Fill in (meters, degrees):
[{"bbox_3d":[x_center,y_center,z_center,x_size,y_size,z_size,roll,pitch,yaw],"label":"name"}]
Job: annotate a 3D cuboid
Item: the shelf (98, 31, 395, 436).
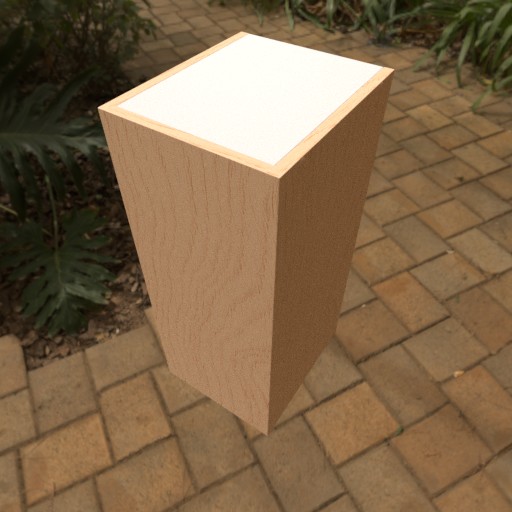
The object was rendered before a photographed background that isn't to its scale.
[{"bbox_3d":[0.000,0.000,0.764,0.250,0.600,0.290,26,51,23],"label":"shelf"}]
